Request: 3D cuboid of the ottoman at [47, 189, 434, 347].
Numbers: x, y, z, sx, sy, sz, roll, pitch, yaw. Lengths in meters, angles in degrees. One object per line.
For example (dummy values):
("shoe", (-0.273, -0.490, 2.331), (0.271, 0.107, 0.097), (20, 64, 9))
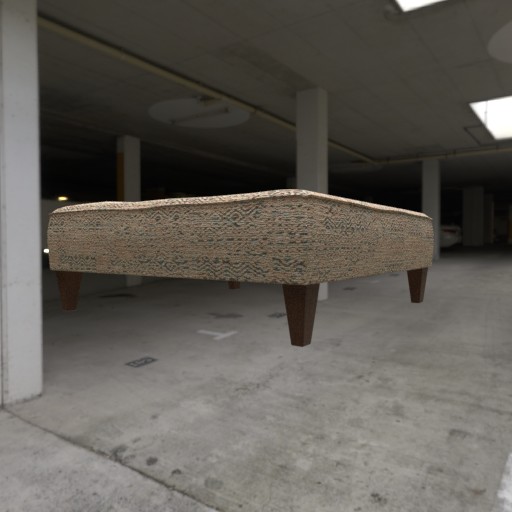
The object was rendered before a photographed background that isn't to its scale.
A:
("ottoman", (0.000, 0.000, 1.571), (0.968, 0.356, 1.004), (1, 2, 36))
